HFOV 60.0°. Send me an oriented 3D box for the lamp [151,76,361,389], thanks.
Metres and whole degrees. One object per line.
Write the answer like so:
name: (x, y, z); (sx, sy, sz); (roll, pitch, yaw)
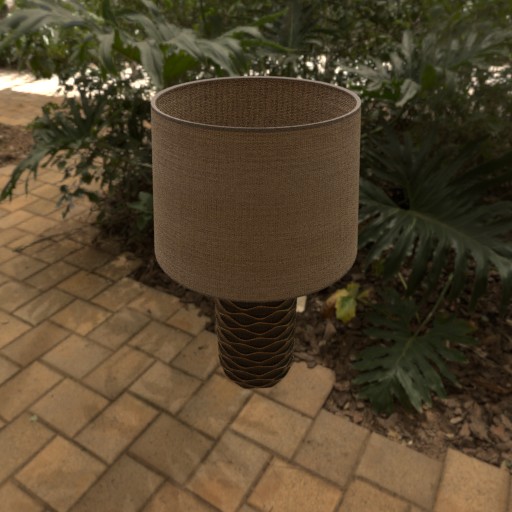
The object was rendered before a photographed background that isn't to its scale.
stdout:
lamp: (0.000, 0.000, 0.857); (0.376, 0.594, 0.376); (0, 33, 0)
